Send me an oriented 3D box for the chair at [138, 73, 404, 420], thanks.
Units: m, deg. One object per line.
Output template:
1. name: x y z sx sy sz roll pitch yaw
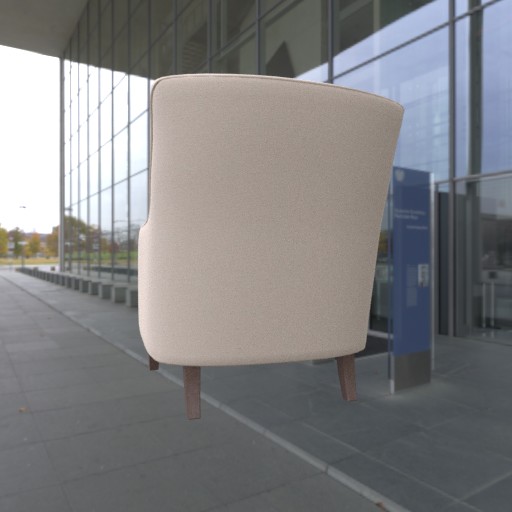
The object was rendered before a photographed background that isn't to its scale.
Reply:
1. chair: 0.000 0.000 1.523 0.756 0.916 0.879 0 0 -18
